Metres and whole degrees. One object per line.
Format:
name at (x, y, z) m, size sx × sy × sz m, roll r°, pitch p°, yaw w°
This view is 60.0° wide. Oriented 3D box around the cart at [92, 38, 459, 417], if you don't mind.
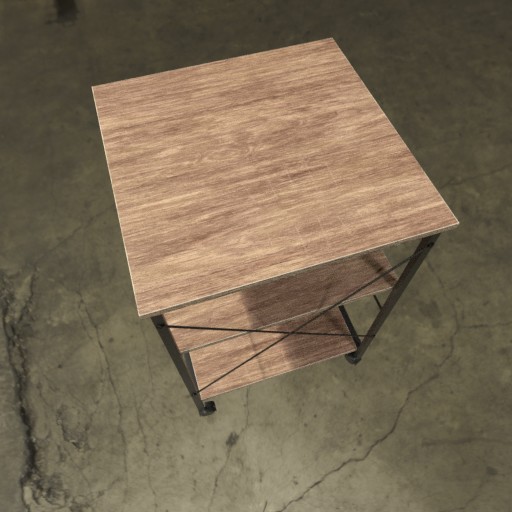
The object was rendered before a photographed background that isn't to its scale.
cart at (0.000, 0.000, 1.127) m, size 0.521 × 0.762 × 0.520 m, roll -16°, pitch 60°, yaw -9°
